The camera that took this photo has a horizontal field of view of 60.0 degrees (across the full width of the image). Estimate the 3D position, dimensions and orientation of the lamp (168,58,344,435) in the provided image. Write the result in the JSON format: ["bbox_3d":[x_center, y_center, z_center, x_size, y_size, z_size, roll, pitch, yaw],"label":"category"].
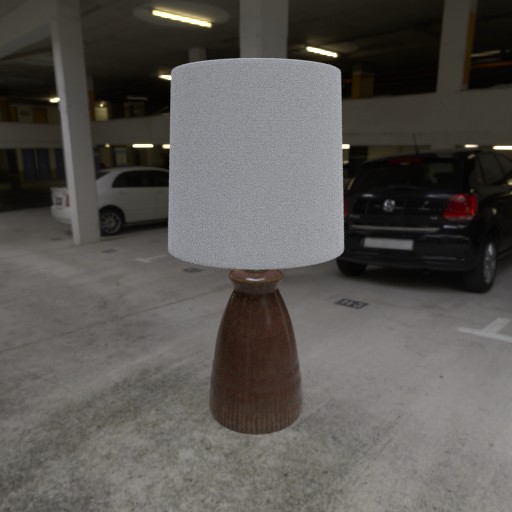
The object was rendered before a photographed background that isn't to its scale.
[{"bbox_3d":[0.000,0.000,0.481,0.186,0.369,0.186,0,14,0],"label":"lamp"}]
